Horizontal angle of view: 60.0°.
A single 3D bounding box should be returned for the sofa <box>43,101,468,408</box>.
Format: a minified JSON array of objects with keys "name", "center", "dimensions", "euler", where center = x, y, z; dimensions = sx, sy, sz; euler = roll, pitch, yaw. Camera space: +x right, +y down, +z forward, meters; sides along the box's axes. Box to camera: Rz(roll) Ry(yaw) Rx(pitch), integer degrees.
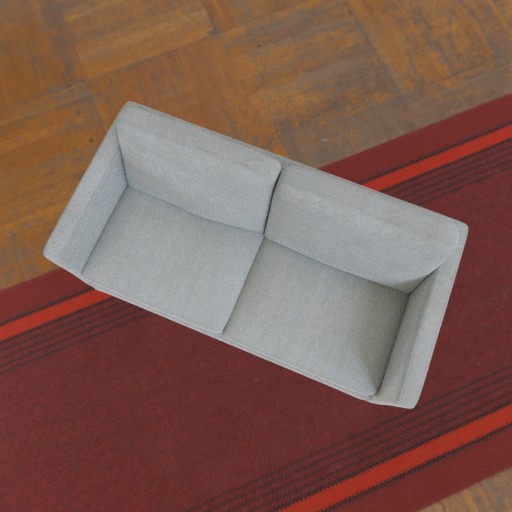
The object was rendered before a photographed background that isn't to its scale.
[{"name":"sofa","center":[0.000,0.000,2.386],"dimensions":[1.884,0.963,0.950],"euler":[21,76,6]}]
